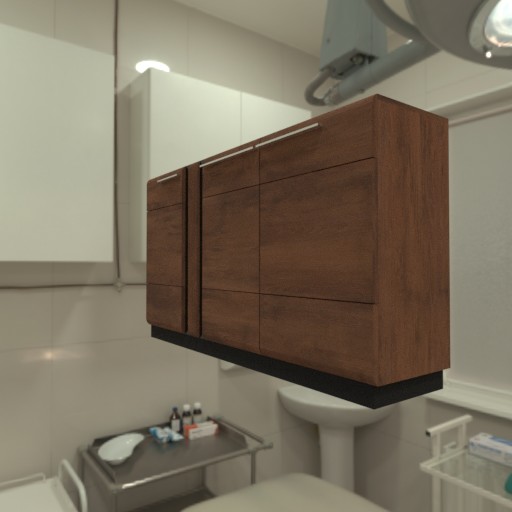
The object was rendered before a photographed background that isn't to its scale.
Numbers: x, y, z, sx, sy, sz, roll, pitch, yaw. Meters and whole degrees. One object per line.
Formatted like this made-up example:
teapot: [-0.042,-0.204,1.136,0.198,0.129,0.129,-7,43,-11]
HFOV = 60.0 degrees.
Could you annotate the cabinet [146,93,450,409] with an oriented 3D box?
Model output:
cabinet: [0.000,0.000,1.994,0.420,0.900,1.600,1,-1,-36]
